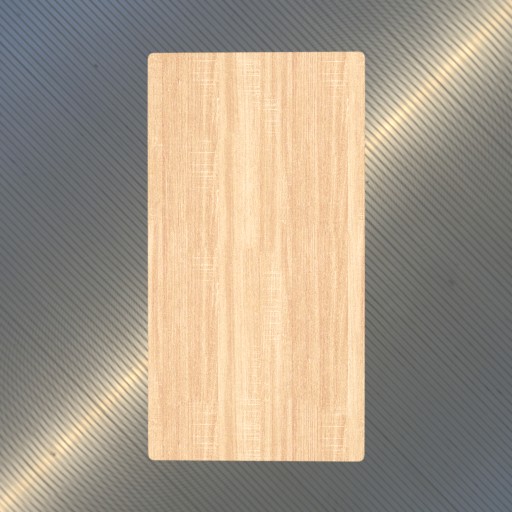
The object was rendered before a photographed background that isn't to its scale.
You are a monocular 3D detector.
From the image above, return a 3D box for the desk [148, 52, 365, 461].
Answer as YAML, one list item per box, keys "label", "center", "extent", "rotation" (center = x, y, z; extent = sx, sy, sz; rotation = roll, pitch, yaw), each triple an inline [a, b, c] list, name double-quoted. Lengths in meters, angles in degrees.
- label: "desk"
  center: [0.000, 0.000, 1.344]
  extent: [0.480, 0.770, 0.884]
  rotation: [0, 90, 1]
